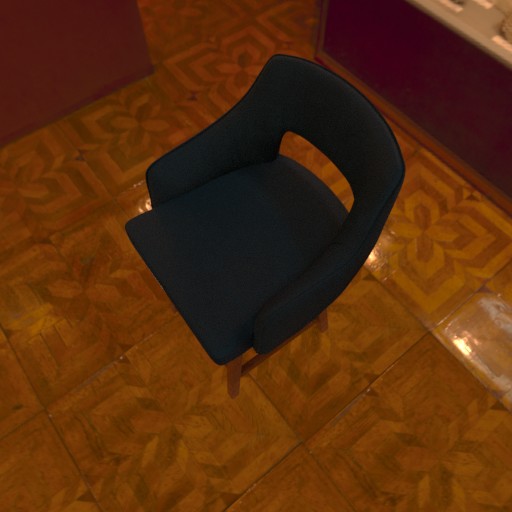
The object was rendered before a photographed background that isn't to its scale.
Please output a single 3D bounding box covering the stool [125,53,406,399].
[{"bbox_3d":[0.000,0.000,1.290,0.560,0.940,0.550,-33,67,-16],"label":"stool"}]
